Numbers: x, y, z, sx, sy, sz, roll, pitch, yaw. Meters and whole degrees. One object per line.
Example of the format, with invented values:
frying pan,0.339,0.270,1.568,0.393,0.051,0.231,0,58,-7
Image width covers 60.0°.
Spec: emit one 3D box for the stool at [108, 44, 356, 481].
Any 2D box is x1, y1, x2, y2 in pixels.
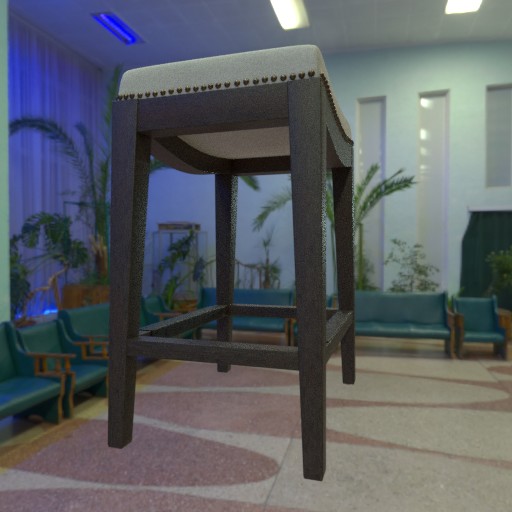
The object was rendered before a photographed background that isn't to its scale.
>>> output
stool,0.000,0.000,0.917,0.361,0.642,0.500,0,1,18
